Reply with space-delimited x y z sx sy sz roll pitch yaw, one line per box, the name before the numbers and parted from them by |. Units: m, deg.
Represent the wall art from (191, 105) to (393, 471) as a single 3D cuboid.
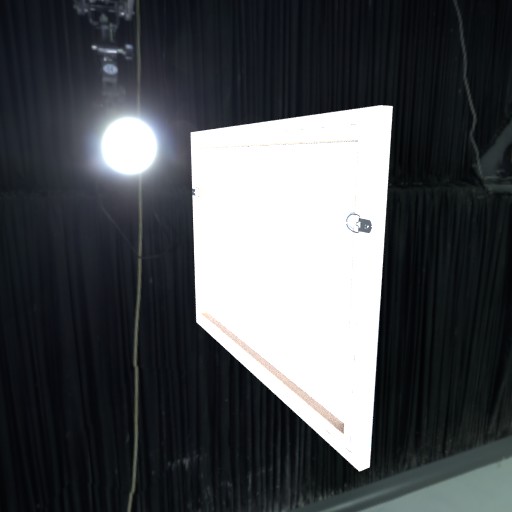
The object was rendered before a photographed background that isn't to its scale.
wall art | 0.000 0.000 1.594 0.042 0.912 1.219 -7 14 -27
